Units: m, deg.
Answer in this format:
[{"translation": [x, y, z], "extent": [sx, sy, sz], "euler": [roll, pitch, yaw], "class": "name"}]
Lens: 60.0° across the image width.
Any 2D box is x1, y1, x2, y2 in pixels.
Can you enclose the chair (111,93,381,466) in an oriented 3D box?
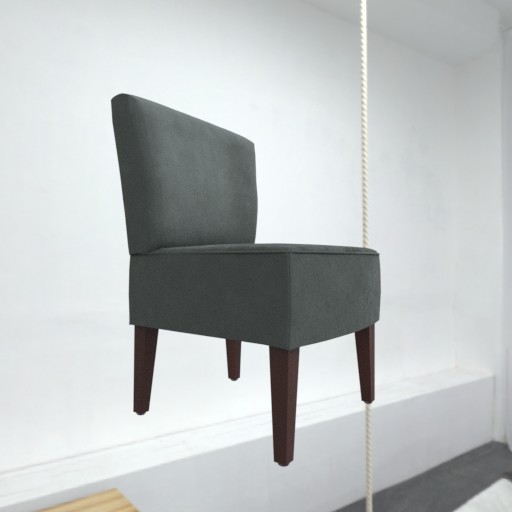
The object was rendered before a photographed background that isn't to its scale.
[{"translation": [0.000, 0.000, 1.158], "extent": [0.554, 0.806, 0.521], "euler": [0, 0, 35], "class": "chair"}]
